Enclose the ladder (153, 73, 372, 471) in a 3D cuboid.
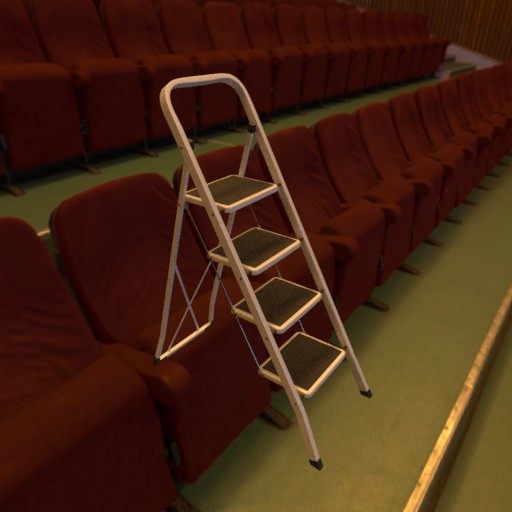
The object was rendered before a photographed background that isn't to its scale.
[{"bbox_3d":[0.000,0.000,1.705,0.914,1.265,0.460,19,33,32],"label":"ladder"}]
